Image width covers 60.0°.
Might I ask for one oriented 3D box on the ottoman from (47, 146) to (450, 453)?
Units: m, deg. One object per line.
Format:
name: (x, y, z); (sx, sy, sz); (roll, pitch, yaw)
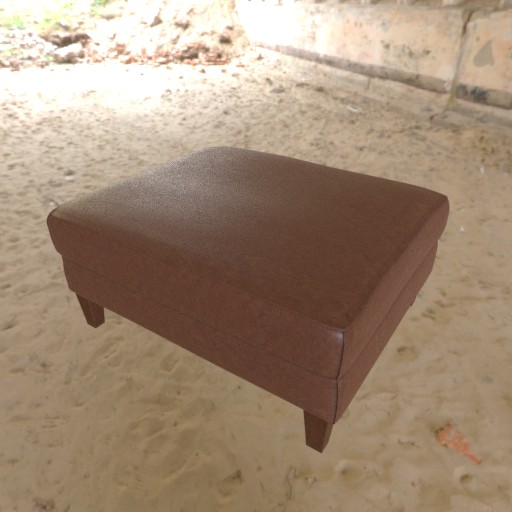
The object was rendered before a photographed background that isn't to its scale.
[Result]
ottoman: (0.000, 0.000, 1.458); (0.987, 0.472, 0.836); (19, 36, 29)
